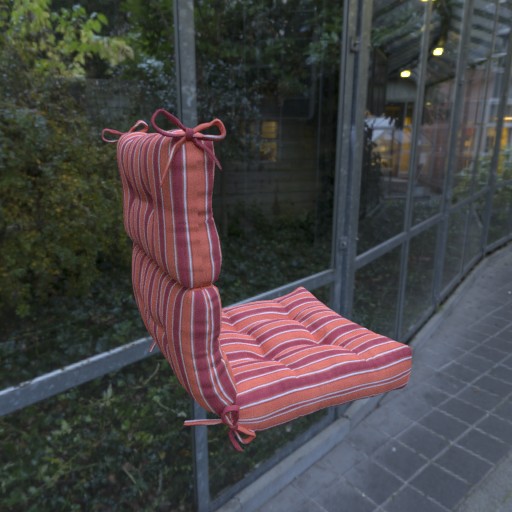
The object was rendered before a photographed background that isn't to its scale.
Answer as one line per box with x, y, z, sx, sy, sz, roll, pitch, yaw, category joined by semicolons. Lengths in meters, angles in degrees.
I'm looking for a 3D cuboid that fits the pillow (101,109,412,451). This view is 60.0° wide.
0.000;0.000;1.017;0.571;0.605;0.519;-7;16;-25;pillow
